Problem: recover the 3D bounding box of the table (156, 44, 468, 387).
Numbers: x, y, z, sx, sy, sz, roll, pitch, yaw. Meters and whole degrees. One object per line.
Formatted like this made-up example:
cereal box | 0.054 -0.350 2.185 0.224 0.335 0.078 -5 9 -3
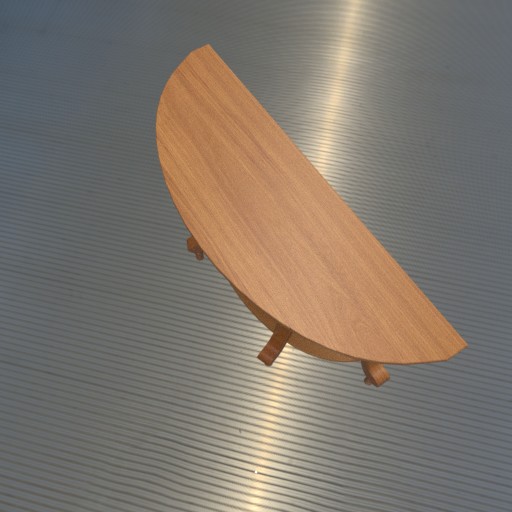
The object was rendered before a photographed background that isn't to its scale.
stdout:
table | 0.000 0.000 1.505 0.394 0.692 1.198 -30 68 -14
